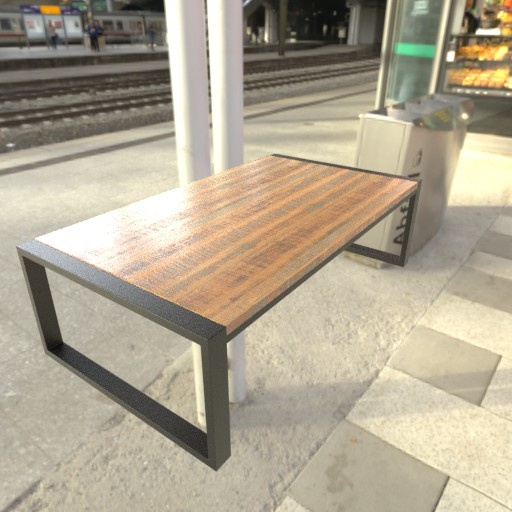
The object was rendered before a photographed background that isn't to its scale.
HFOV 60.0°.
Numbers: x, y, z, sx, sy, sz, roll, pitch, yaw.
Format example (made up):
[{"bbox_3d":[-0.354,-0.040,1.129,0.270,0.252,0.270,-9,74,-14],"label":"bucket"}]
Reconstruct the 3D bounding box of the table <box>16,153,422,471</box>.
[{"bbox_3d":[0.000,0.000,1.671,0.750,0.400,1.350,18,32,32],"label":"table"}]
